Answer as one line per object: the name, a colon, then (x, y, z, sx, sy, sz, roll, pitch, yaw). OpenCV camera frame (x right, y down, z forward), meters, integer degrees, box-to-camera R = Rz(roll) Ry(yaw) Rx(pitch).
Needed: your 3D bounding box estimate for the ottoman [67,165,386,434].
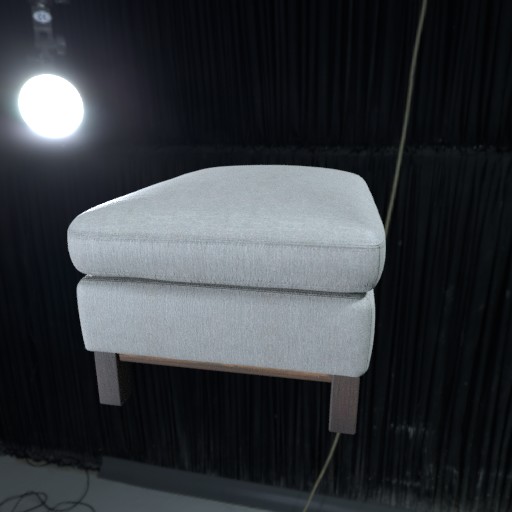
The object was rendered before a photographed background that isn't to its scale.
ottoman: (0.000, 0.000, 1.042, 0.528, 0.404, 0.735, 3, 17, 10)
